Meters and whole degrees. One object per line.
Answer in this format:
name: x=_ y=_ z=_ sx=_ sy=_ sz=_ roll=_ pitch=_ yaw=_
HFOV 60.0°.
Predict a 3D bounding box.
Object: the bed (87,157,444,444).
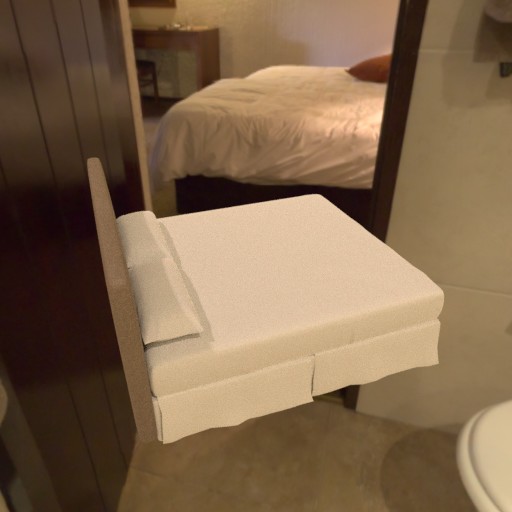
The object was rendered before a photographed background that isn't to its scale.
bed: x=0.000 y=0.000 z=3.638 sx=2.341 sy=1.317 sz=2.119 roll=-11 pitch=33 yaw=-18
